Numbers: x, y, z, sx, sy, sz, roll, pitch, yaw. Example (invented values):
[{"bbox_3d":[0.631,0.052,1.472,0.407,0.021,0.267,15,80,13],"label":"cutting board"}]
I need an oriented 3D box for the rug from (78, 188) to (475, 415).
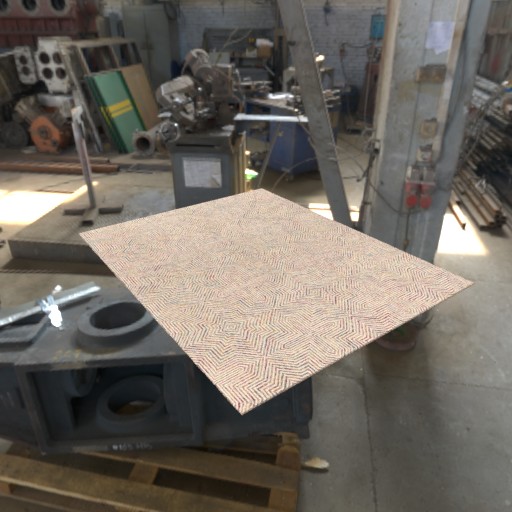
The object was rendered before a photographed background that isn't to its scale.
[{"bbox_3d":[0.000,0.000,4.258,2.442,0.008,3.046,-19,33,-32],"label":"rug"}]
